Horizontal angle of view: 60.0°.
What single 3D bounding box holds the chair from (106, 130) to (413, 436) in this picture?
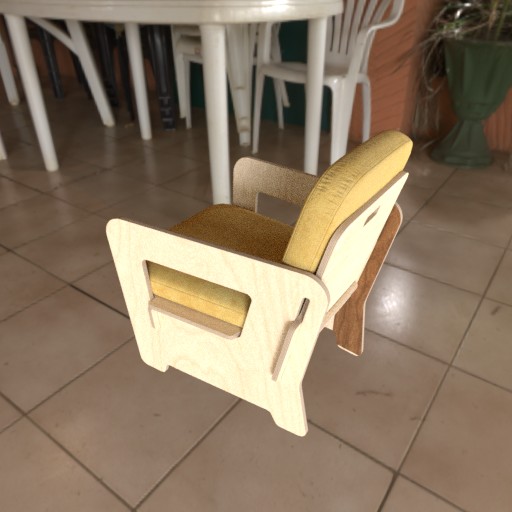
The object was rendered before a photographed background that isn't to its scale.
[{"bbox_3d":[0.000,0.000,1.336,0.710,0.800,0.590,20,37,29],"label":"chair"}]
